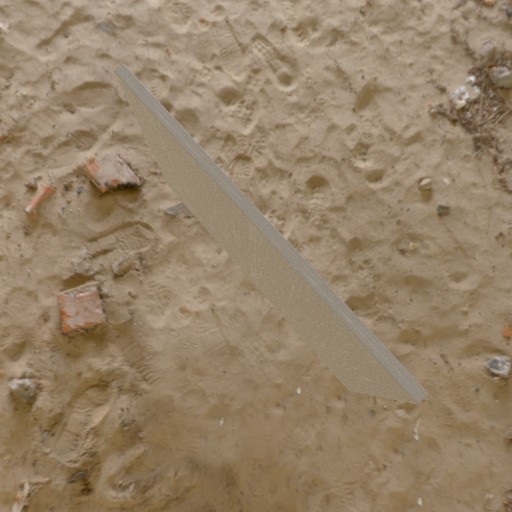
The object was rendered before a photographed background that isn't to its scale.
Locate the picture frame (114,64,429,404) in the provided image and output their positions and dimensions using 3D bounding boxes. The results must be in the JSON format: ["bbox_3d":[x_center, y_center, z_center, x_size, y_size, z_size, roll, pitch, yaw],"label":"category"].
[{"bbox_3d":[0.000,0.000,1.224,0.029,0.640,0.950,-40,79,-10],"label":"picture frame"}]
